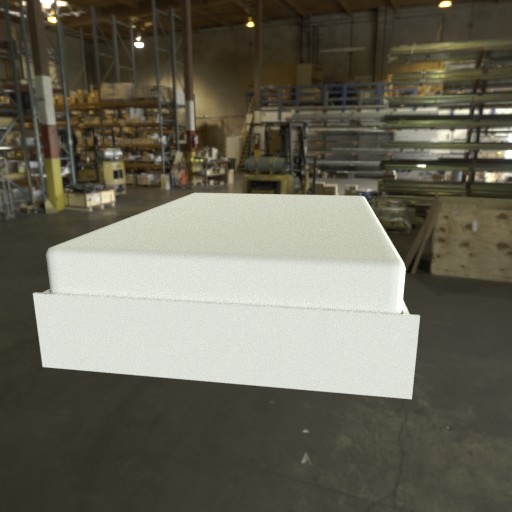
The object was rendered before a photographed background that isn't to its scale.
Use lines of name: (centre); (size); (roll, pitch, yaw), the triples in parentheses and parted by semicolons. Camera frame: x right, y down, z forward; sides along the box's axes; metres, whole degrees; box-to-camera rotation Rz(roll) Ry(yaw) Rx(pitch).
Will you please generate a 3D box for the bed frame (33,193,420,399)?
bed frame: (0.000, 0.000, 2.561); (1.445, 0.497, 1.945); (2, 15, 9)
